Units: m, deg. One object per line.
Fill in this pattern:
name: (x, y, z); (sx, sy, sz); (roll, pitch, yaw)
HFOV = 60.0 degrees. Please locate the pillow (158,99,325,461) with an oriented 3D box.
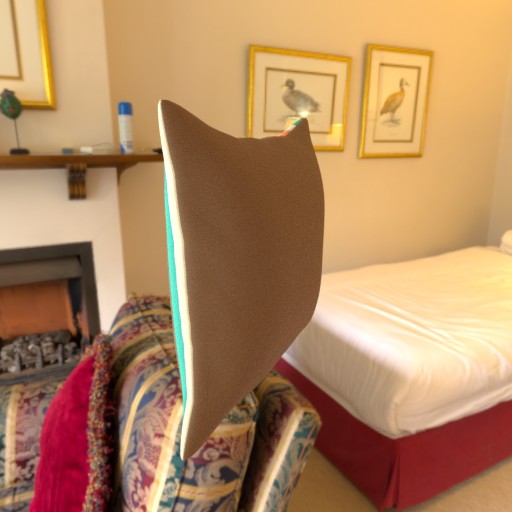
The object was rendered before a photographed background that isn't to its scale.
pillow: (0.000, 0.000, 0.711); (0.168, 0.443, 0.453); (7, 16, 24)
